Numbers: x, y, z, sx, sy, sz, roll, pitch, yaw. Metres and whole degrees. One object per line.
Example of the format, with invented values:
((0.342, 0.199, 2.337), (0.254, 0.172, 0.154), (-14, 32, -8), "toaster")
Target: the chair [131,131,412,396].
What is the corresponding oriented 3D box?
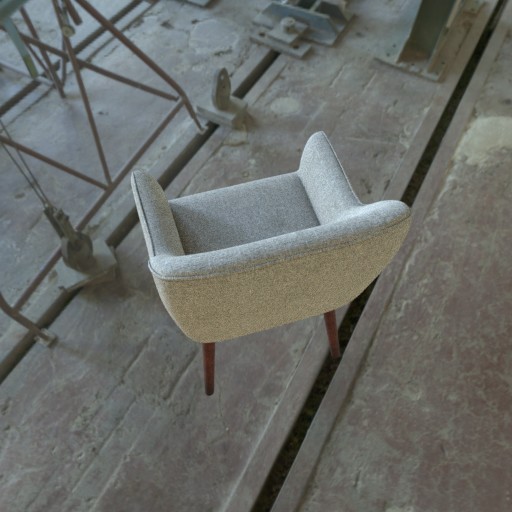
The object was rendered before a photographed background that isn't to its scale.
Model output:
((0.000, 0.000, 1.194), (0.543, 0.803, 0.519), (-14, 60, -8), "chair")
